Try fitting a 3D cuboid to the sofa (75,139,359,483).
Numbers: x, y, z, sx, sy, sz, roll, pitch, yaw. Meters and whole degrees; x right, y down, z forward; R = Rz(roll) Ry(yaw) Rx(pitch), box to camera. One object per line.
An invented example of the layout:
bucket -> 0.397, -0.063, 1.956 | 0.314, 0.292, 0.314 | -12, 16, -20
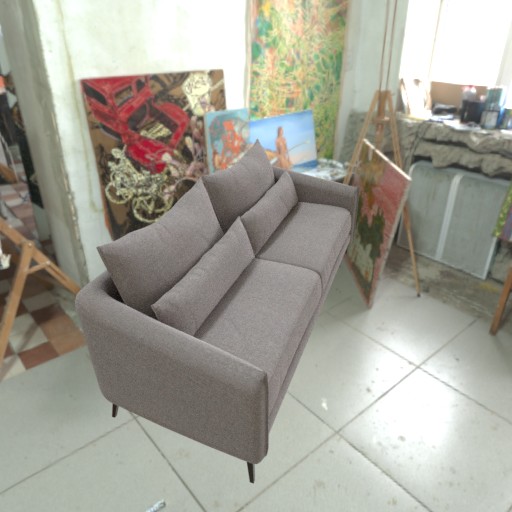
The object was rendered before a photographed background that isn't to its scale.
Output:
sofa -> 0.000, 0.000, 2.428 | 0.809, 0.833, 2.022 | 10, 30, 18
